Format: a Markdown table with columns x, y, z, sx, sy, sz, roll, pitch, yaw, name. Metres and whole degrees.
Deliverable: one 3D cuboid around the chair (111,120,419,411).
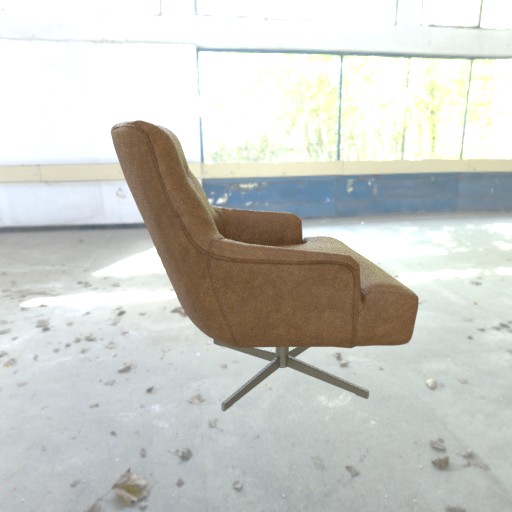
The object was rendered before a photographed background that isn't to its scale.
| x | y | z | sx | sy | sz | roll | pitch | yaw | name |
| --- | --- | --- | --- | --- | --- | --- | --- | --- | --- |
| 0.000 | 0.000 | 1.515 | 0.874 | 0.869 | 0.729 | -2 | 16 | -8 | chair |
